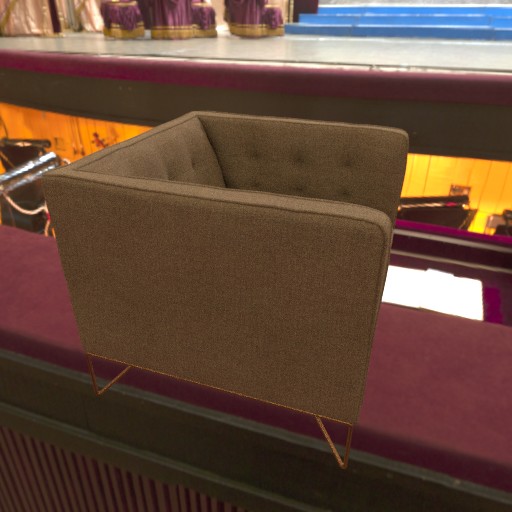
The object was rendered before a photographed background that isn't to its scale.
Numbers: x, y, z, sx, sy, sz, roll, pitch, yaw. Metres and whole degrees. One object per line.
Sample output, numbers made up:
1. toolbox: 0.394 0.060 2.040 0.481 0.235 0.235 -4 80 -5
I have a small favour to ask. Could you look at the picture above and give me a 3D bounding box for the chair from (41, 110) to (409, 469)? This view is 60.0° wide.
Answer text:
1. chair: 0.000 0.000 1.583 0.912 0.799 0.920 10 30 17
